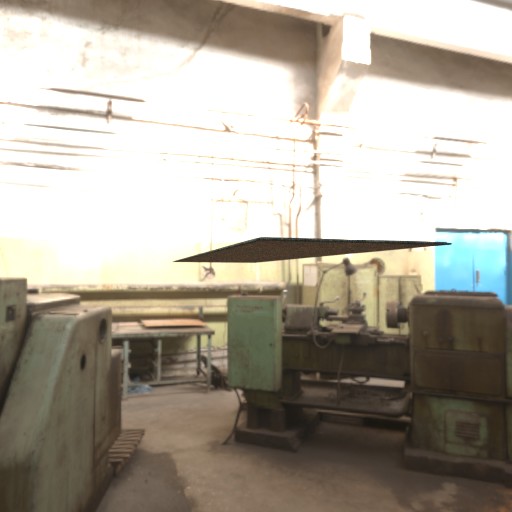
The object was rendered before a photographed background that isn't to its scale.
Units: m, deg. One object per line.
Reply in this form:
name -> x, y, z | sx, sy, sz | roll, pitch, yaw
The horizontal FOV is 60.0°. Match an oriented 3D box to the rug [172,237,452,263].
rug -> 0.000, 0.000, 2.478 | 0.685, 0.014, 2.292 | 1, -3, -17
